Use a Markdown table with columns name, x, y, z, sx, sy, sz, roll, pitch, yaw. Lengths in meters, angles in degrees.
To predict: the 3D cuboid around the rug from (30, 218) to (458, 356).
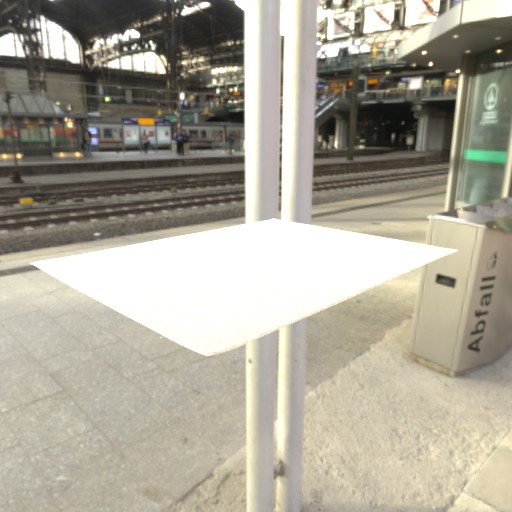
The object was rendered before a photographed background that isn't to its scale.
| name | x | y | z | sx | sy | sz | roll | pitch | yaw |
| --- | --- | --- | --- | --- | --- | --- | --- | --- | --- |
| rug | 0.000 | 0.000 | 3.789 | 2.277 | 0.035 | 2.897 | 14 | 21 | 43 |
